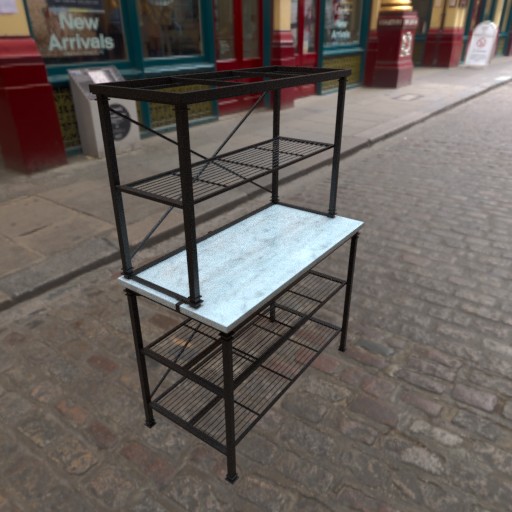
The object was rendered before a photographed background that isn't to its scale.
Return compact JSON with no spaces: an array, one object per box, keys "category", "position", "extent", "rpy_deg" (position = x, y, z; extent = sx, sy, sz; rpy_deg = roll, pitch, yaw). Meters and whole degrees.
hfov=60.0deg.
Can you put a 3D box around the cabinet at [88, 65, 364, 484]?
[{"category":"cabinet","position":[0.000,0.000,2.201],"extent":[0.610,1.659,1.210],"rpy_deg":[18,32,31]}]
